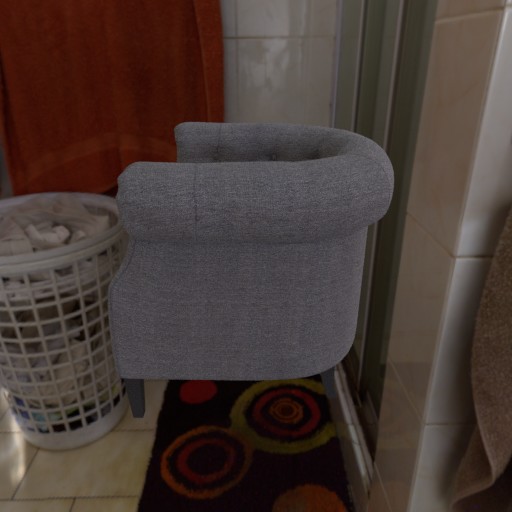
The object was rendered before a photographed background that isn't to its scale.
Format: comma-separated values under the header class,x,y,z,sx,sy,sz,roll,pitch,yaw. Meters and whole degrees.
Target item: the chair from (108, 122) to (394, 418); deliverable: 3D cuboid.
class,x,y,z,sx,sy,sz,roll,pitch,yaw
chair,0.000,0.000,1.577,0.852,0.827,0.905,1,25,1
